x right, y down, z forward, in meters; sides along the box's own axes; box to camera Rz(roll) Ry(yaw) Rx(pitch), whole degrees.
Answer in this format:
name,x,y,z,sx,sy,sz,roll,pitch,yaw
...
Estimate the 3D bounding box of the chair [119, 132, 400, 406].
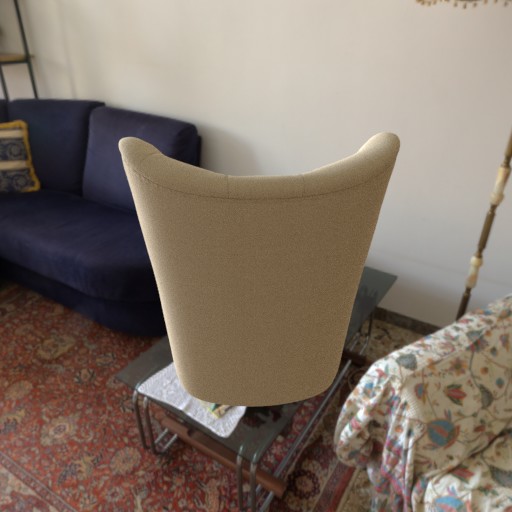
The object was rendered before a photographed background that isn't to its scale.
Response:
name,x,y,z,sx,sy,sz,roll,pitch,yaw
chair,0.000,0.000,1.759,0.831,1.079,0.929,-2,30,-3
